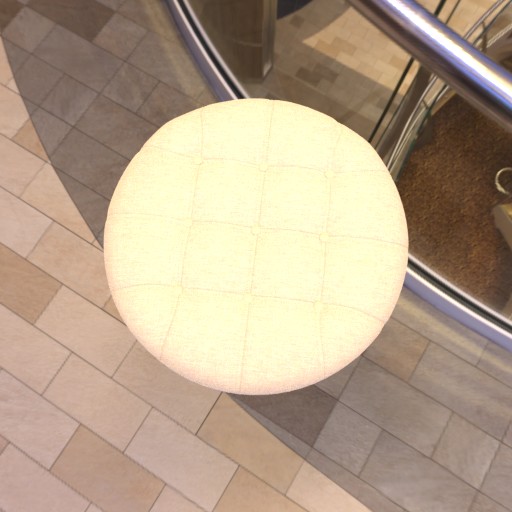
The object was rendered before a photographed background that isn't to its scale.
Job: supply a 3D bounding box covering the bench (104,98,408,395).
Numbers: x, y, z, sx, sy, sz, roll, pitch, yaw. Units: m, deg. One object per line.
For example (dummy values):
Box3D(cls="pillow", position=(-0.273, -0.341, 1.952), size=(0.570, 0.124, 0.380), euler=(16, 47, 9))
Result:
Box3D(cls="bench", position=(0.000, 0.000, 1.030), size=(0.600, 0.454, 0.600), euler=(0, 77, 0))
